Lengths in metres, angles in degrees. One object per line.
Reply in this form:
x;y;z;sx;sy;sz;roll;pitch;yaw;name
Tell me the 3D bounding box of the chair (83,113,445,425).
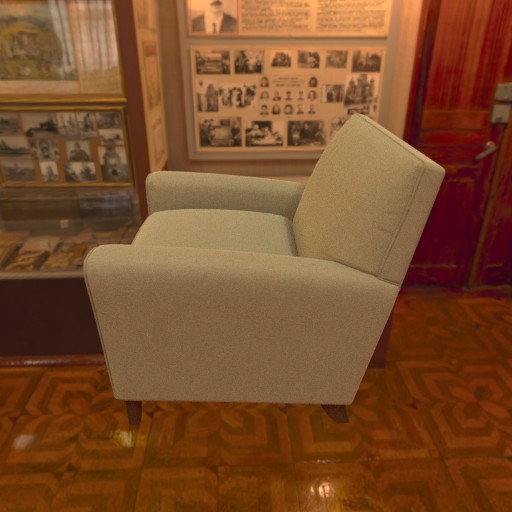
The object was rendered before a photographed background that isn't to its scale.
0.000;0.000;1.536;0.871;0.846;0.840;0;26;0;chair
